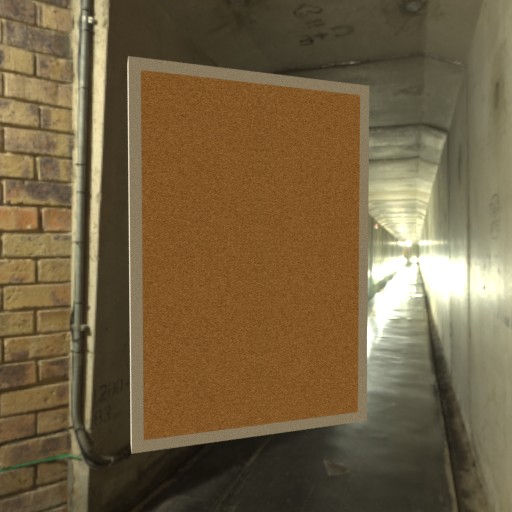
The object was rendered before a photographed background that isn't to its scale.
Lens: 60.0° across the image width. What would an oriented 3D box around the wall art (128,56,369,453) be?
[{"bbox_3d":[0.000,0.000,0.819,0.450,0.657,0.038,-1,2,-18],"label":"wall art"}]
